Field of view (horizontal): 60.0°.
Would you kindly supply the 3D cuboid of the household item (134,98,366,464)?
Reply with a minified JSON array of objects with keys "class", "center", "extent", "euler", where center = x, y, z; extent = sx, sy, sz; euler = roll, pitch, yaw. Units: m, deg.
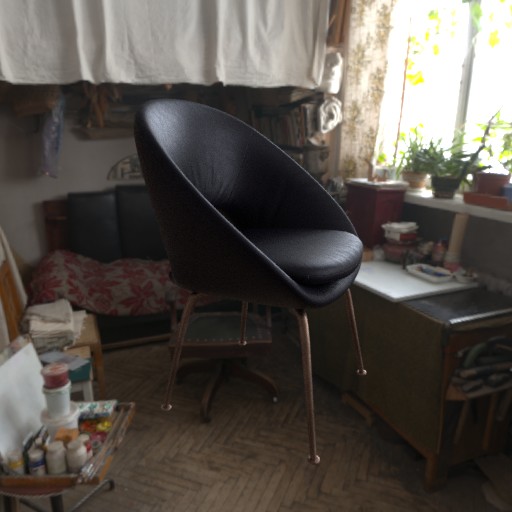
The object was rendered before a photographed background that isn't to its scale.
[{"class":"household item","center":[0.000,0.000,1.254],"extent":[0.573,0.852,0.623],"euler":[8,18,26]}]
